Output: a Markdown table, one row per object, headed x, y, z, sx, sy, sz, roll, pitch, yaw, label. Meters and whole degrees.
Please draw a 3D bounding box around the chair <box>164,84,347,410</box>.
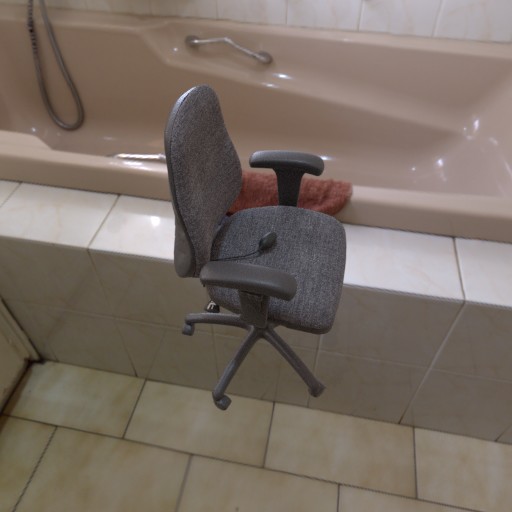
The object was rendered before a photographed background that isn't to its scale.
| x | y | z | sx | sy | sz | roll | pitch | yaw | label |
| --- | --- | --- | --- | --- | --- | --- | --- | --- | --- |
| 0.000 | 0.000 | 1.259 | 0.530 | 0.910 | 0.550 | 10 | 47 | 9 | chair |
